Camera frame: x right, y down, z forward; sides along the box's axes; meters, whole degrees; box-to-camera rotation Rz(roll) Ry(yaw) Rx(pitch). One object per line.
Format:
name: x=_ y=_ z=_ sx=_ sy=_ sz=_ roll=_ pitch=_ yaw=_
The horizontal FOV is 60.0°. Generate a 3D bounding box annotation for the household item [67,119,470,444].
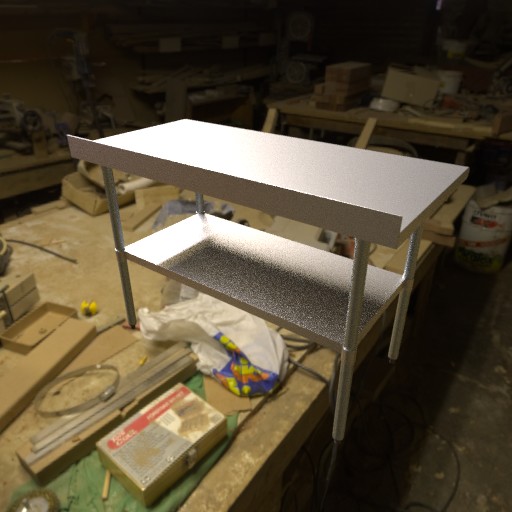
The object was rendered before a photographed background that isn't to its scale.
household item: x=0.000 y=0.000 z=1.674 sx=1.219 sy=0.851 sz=0.610 roll=19 pitch=34 yaw=31
